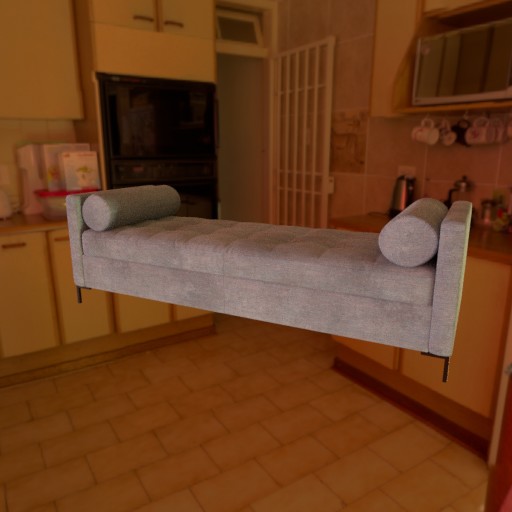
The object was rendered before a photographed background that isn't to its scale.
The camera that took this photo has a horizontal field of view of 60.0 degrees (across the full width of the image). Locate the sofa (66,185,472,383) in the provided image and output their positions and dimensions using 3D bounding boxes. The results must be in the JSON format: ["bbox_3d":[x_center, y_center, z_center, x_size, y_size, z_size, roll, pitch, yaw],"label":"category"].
[{"bbox_3d":[0.000,0.000,2.331,1.981,0.635,0.686,7,16,26],"label":"sofa"}]
